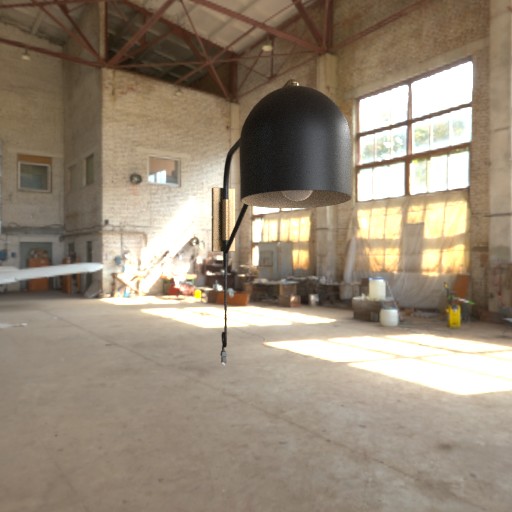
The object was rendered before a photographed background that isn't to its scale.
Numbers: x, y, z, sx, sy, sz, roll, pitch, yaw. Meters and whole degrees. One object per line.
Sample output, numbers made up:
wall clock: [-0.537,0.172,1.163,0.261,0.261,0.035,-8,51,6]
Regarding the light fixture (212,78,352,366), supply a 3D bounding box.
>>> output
light fixture: [0.000,0.000,1.099,0.215,0.696,0.720,0,0,-17]
